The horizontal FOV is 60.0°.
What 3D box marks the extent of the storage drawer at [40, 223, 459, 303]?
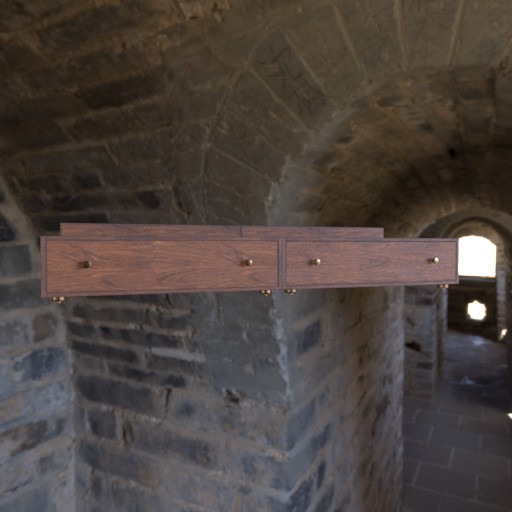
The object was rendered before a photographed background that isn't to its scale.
[{"bbox_3d":[0.000,0.000,2.283,1.914,0.339,0.774,0,1,-18],"label":"storage drawer"}]
